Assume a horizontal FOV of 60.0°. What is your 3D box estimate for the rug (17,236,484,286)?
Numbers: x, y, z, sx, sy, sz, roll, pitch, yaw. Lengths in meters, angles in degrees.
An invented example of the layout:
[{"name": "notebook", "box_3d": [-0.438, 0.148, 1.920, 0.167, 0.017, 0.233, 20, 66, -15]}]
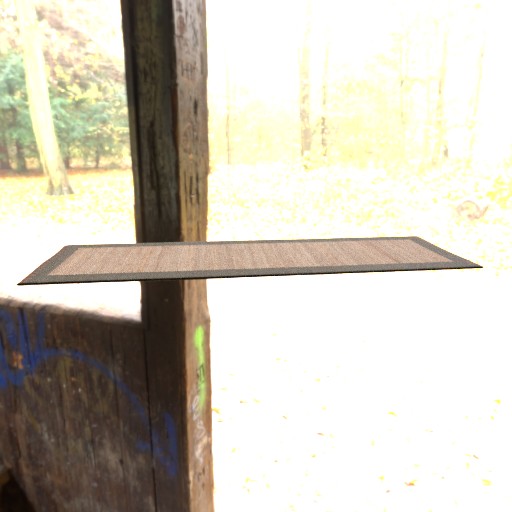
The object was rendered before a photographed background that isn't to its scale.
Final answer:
[{"name": "rug", "box_3d": [0.000, 0.000, 2.641, 2.413, 0.016, 0.810, -2, 15, -6]}]
